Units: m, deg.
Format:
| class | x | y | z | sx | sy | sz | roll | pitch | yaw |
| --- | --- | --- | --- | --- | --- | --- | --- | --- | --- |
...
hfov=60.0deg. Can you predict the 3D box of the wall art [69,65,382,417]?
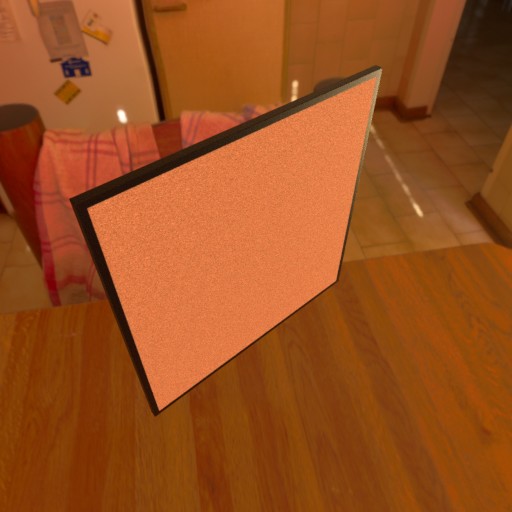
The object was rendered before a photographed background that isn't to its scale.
| class | x | y | z | sx | sy | sz | roll | pitch | yaw |
| --- | --- | --- | --- | --- | --- | --- | --- | --- | --- |
| wall art | 0.000 | 0.000 | 0.684 | 0.457 | 0.458 | 0.012 | -32 | 54 | -27 |
